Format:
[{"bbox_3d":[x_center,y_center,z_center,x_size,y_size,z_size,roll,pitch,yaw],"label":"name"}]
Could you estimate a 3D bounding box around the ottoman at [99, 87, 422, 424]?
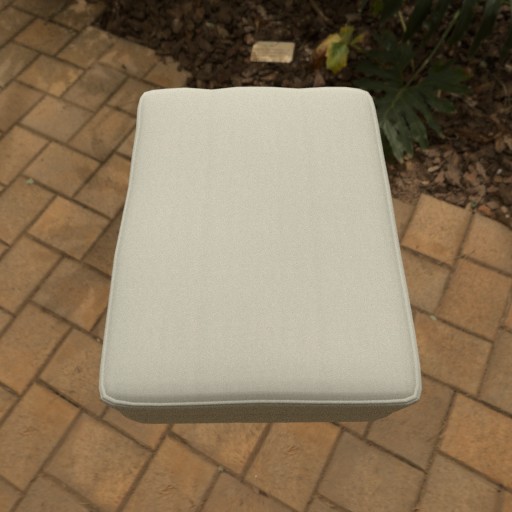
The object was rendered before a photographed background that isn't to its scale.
[{"bbox_3d":[0.000,0.000,1.169,0.634,0.496,0.818,-1,64,0],"label":"ottoman"}]
